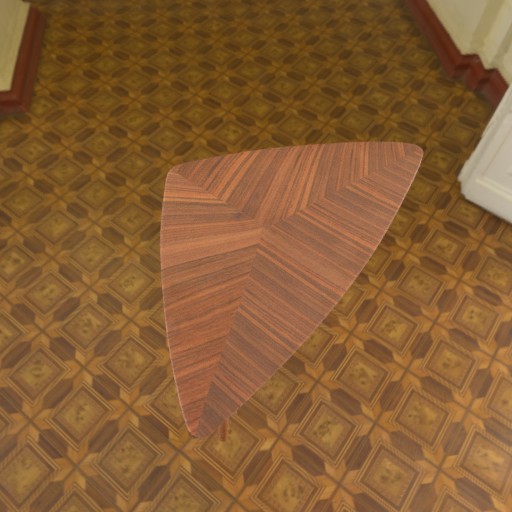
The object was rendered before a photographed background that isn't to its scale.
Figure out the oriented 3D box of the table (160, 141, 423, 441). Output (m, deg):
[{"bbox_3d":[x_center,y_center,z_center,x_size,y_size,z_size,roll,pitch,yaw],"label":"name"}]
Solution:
[{"bbox_3d":[0.000,0.000,1.317,0.601,0.365,1.008,32,63,19],"label":"table"}]
